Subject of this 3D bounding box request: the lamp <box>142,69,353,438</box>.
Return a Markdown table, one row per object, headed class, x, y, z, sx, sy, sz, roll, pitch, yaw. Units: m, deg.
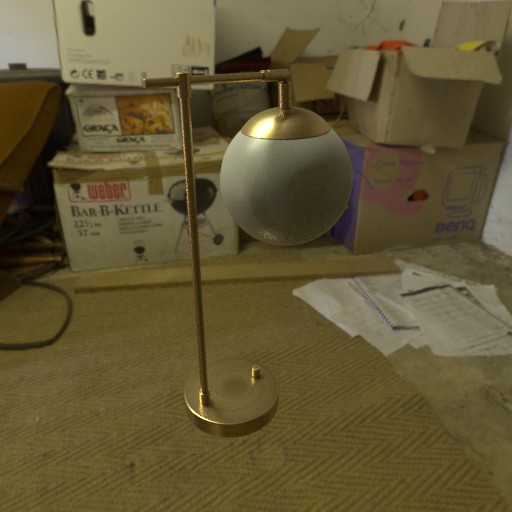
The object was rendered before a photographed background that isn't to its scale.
| class | x | y | z | sx | sy | sz | roll | pitch | yaw |
| --- | --- | --- | --- | --- | --- | --- | --- | --- | --- |
| lamp | 0.000 | 0.000 | 0.717 | 0.324 | 0.559 | 0.207 | -18 | 32 | -32 |
